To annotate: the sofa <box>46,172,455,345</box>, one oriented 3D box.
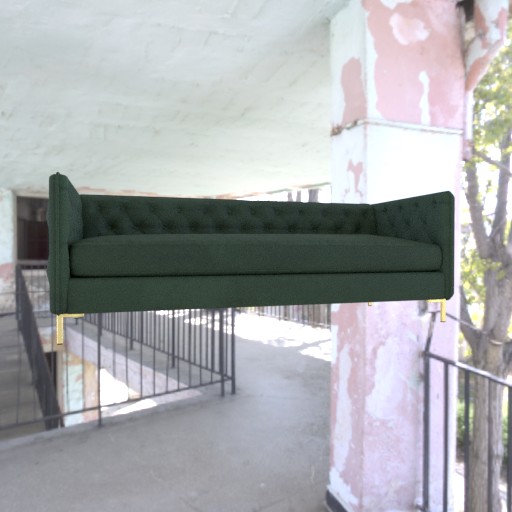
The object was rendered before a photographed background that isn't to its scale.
[{"bbox_3d":[0.000,0.000,2.667,2.209,0.771,0.895,0,1,-17],"label":"sofa"}]
